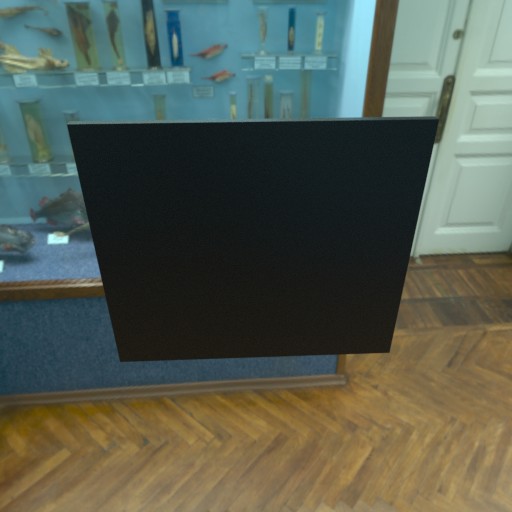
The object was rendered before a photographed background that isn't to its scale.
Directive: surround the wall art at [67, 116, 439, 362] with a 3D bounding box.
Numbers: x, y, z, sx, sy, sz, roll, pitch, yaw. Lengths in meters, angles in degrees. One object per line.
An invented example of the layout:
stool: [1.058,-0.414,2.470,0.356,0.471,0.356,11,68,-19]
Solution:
wall art: [0.000,0.000,0.547,0.383,0.332,0.012,-1,32,-2]
